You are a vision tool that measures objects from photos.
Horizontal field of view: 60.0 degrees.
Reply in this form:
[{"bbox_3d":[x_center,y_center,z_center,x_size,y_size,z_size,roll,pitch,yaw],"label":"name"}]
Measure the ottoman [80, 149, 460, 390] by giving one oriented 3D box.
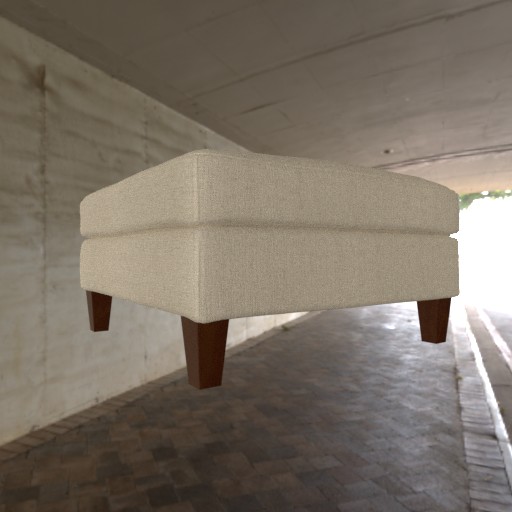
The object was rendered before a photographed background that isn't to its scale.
[{"bbox_3d":[0.000,0.000,1.327,0.838,0.478,0.838,0,0,-35],"label":"ottoman"}]
